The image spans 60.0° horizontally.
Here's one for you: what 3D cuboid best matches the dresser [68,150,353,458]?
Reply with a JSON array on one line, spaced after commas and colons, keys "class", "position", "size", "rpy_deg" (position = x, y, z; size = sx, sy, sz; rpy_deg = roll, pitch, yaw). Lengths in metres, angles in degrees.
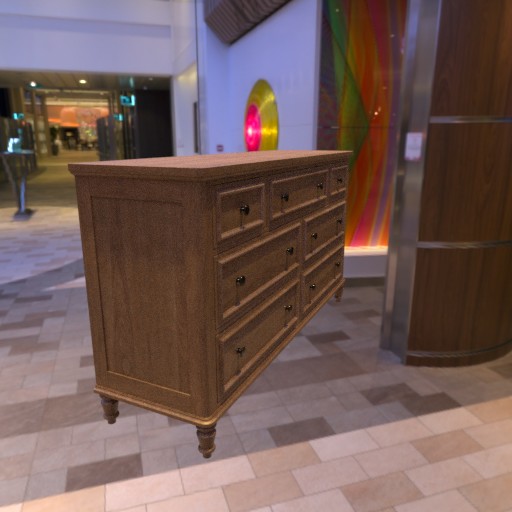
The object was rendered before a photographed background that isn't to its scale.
[{"class": "dresser", "position": [0.000, 0.000, 2.012], "size": [0.468, 0.892, 1.583], "rpy_deg": [7, 17, 25]}]
